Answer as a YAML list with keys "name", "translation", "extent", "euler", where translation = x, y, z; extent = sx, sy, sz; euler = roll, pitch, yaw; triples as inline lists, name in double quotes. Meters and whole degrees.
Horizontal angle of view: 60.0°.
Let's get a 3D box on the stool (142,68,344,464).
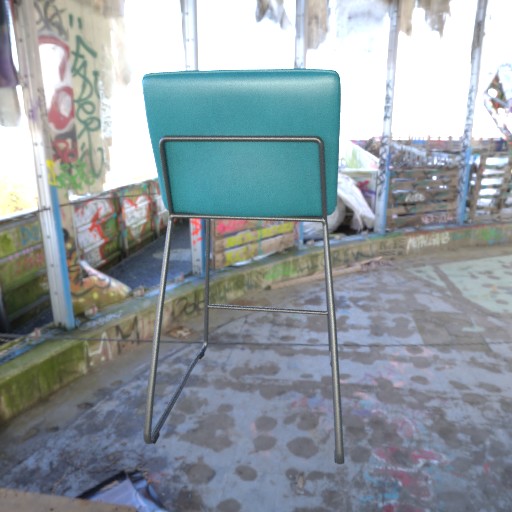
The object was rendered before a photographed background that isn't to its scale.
- name: "stool"
  translation: [0.000, 0.000, 1.179]
  extent: [0.489, 0.866, 0.524]
  euler: [2, 16, 8]
